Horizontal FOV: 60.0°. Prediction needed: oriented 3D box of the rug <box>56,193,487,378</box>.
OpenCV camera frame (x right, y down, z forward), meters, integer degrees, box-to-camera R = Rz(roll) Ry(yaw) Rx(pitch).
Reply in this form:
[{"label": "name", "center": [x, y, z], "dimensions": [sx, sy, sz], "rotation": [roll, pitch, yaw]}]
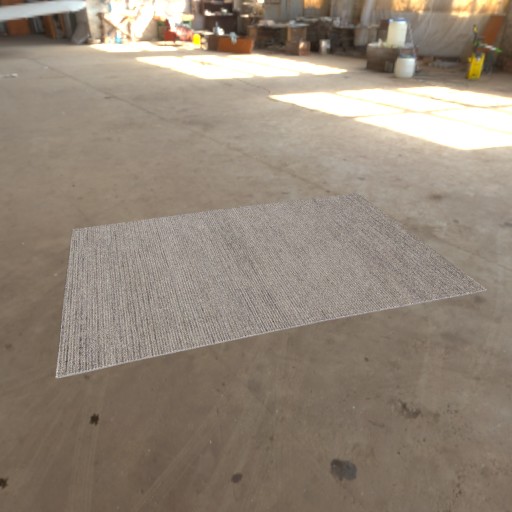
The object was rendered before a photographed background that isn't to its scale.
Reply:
[{"label": "rug", "center": [0.000, 0.000, 2.225], "dimensions": [1.804, 0.022, 1.162], "rotation": [-9, 32, -14]}]
